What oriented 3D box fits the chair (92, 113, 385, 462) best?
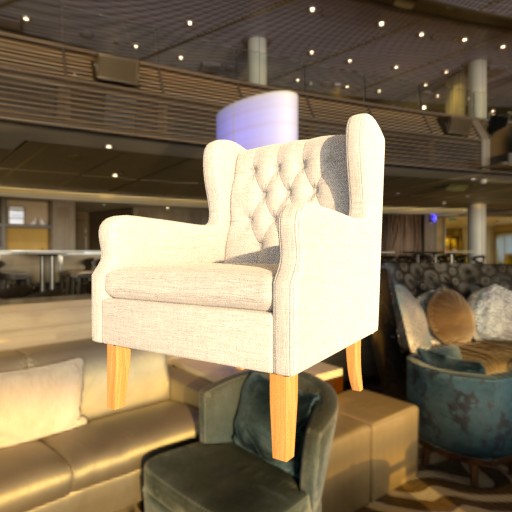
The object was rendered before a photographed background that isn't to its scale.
[{"bbox_3d":[0.000,0.000,1.467,0.710,0.930,0.760,0,0,34],"label":"chair"}]
